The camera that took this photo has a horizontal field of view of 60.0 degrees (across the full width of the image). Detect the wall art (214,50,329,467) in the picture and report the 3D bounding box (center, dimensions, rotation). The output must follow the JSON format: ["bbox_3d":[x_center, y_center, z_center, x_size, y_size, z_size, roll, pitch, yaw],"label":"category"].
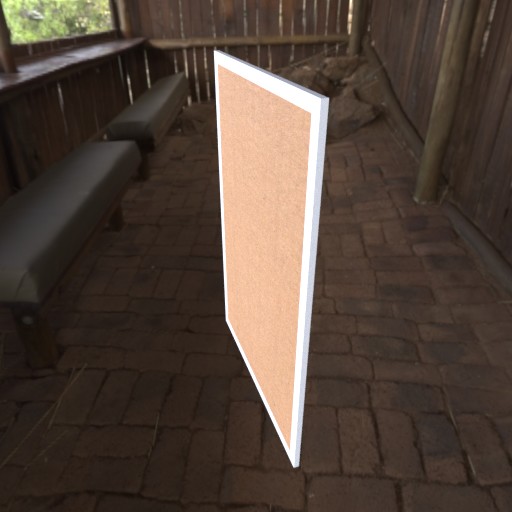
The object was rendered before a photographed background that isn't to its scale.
[{"bbox_3d":[0.000,0.000,1.222,0.015,0.965,0.660,-10,33,-17],"label":"wall art"}]
